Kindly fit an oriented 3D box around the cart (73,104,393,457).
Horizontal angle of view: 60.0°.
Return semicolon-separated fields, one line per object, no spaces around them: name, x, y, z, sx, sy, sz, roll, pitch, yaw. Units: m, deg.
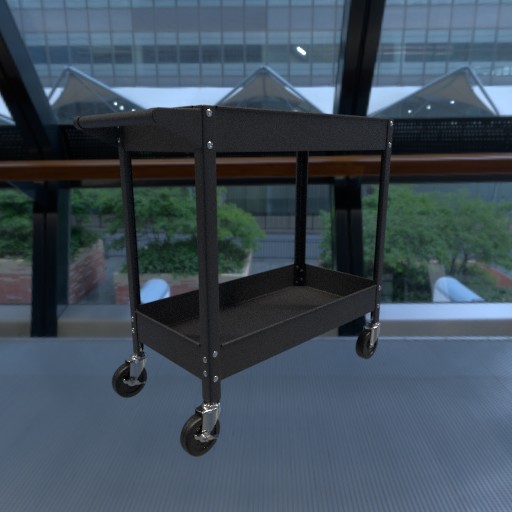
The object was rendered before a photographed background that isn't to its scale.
cart;0.000;0.000;1.188;0.779;0.719;0.366;-13;19;-42
